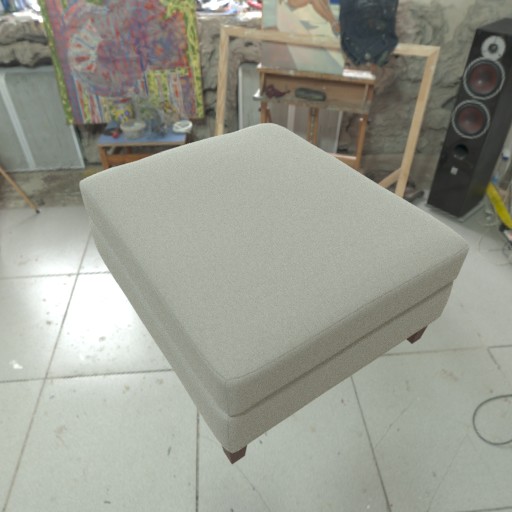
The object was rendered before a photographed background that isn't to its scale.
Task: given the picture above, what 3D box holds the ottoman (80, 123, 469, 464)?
[{"bbox_3d":[0.000,0.000,1.486,0.836,0.492,0.976,-24,47,-25],"label":"ottoman"}]
